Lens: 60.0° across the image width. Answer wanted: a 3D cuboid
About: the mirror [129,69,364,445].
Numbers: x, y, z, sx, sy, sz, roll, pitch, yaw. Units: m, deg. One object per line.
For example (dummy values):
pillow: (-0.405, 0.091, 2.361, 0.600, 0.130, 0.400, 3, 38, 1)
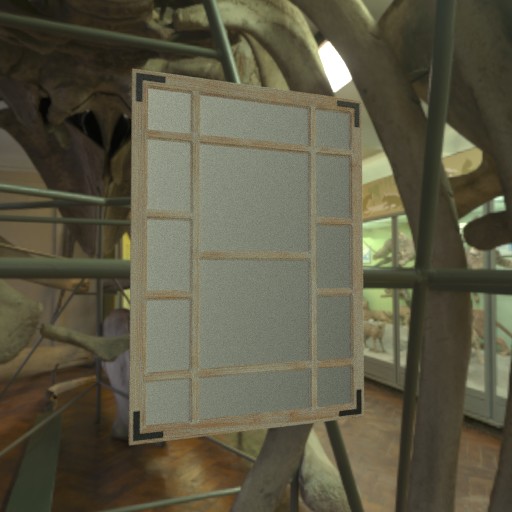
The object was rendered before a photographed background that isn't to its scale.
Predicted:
mirror: (0.000, 0.000, 1.292, 0.705, 0.996, 0.025, 1, -2, -19)
